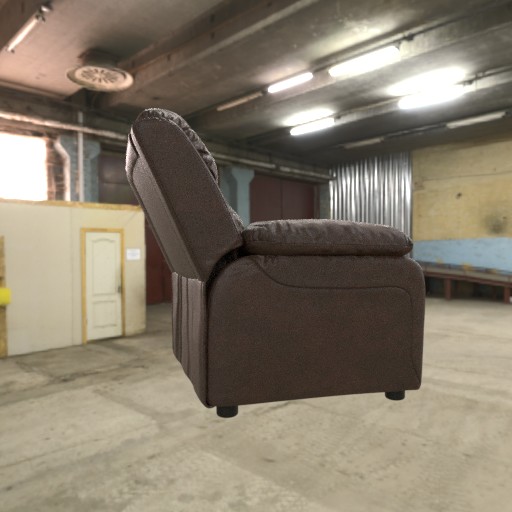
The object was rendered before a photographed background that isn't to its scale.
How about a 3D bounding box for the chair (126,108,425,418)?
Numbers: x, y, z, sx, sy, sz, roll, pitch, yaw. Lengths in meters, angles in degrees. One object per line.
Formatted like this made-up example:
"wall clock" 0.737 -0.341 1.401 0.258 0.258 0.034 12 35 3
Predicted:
"chair" 0.000 0.000 1.260 0.707 0.702 0.680 0 0 -17
